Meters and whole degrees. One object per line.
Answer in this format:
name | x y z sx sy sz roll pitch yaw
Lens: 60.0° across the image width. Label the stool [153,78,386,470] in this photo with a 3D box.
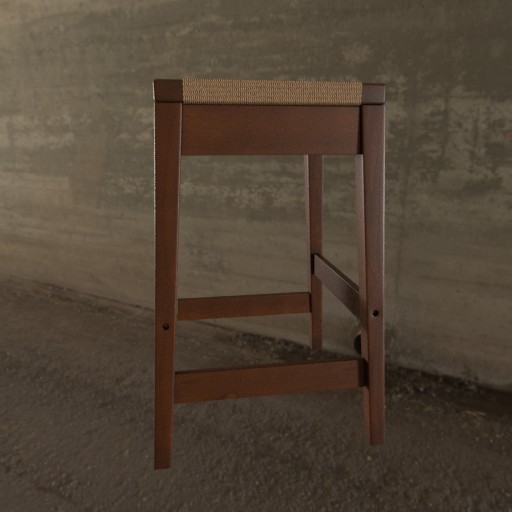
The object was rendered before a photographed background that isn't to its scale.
stool | 0.000 0.000 1.092 0.507 0.762 0.497 -2 15 -9
